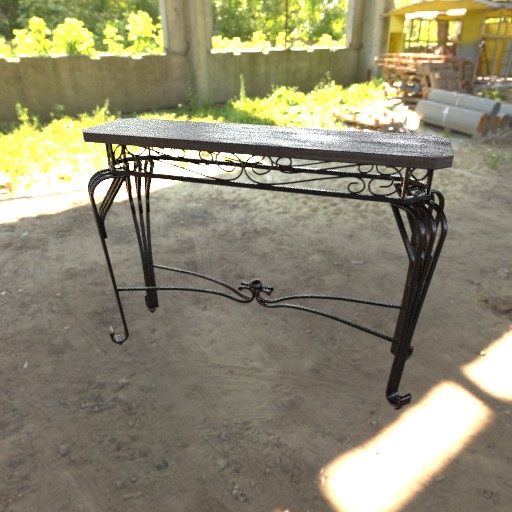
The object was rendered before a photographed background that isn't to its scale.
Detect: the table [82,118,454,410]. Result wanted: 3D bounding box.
[{"bbox_3d":[0.000,0.000,1.480,1.112,0.800,0.329,9,27,17],"label":"table"}]
